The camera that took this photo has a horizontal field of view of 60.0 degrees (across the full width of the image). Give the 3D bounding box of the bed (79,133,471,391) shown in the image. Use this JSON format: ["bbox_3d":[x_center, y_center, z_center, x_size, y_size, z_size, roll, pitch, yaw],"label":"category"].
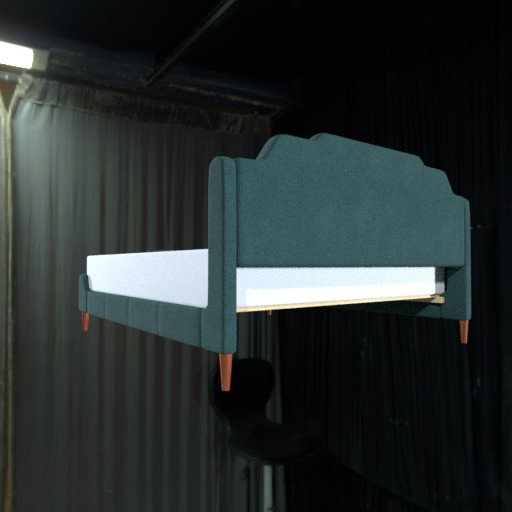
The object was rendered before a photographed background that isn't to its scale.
[{"bbox_3d":[0.000,0.000,3.469,2.074,1.245,2.340,1,-1,-36],"label":"bed"}]
